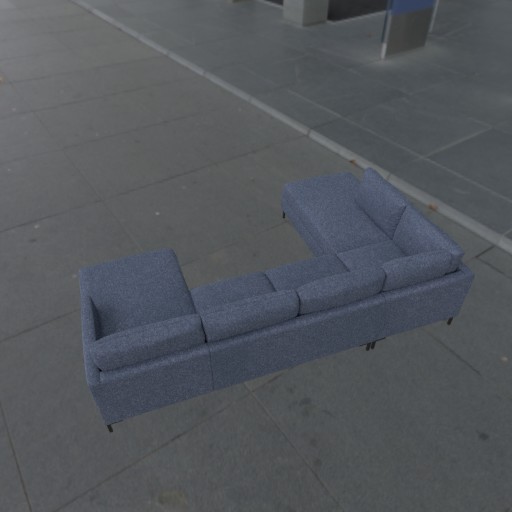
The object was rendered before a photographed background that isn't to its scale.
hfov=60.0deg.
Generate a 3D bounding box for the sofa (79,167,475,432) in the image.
[{"bbox_3d":[0.000,0.000,3.884,2.956,0.813,2.007,-13,43,-15],"label":"sofa"}]
